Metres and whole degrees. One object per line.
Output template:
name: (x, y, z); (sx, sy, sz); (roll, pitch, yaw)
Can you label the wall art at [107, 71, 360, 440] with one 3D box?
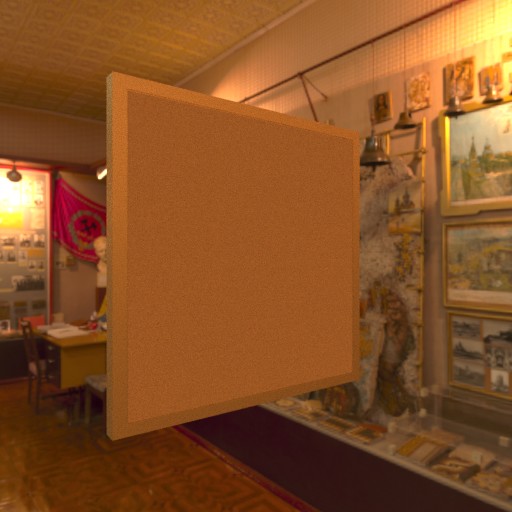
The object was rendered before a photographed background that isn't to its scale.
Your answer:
wall art: (0.000, 0.000, 2.922); (1.926, 1.926, 0.099); (0, 0, -36)
